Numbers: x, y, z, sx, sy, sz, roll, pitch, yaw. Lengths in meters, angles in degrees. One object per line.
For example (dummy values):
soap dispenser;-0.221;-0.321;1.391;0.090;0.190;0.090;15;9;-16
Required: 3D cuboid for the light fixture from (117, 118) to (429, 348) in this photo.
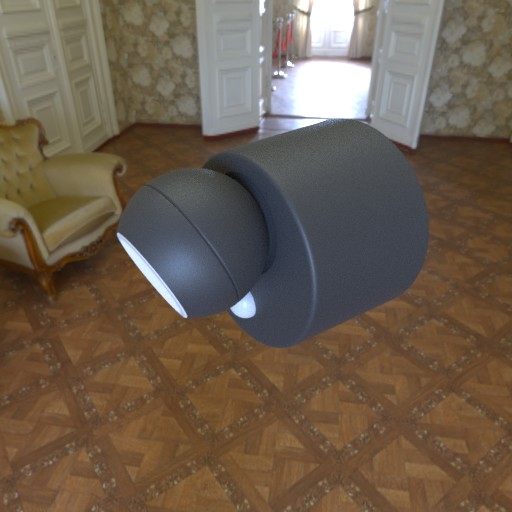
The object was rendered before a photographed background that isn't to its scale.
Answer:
light fixture;0.000;0.000;0.276;0.160;0.143;0.134;-21;37;-32
